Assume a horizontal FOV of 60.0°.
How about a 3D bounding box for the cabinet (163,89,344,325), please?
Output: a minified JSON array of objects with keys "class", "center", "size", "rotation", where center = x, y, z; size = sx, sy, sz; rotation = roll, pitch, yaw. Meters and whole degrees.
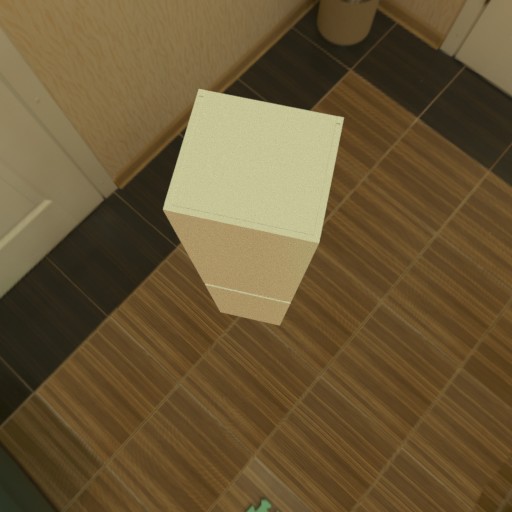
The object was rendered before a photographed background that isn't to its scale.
[{"class":"cabinet","center":[0.000,0.000,1.536],"size":[0.300,1.400,0.269],"rotation":[12,75,3]}]
